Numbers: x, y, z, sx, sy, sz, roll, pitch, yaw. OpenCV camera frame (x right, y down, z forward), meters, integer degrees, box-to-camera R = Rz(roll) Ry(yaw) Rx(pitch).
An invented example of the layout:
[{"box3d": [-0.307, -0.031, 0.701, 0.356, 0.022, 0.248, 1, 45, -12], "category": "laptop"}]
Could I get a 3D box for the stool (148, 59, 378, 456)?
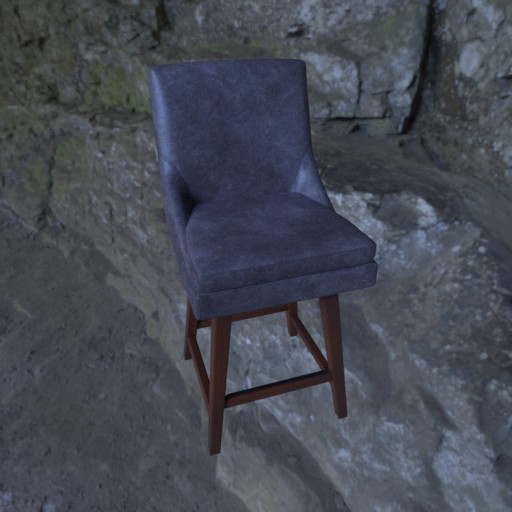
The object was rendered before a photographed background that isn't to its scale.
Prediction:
[{"box3d": [0.000, 0.000, 1.360, 0.492, 1.046, 0.587, -9, 32, -15], "category": "stool"}]
